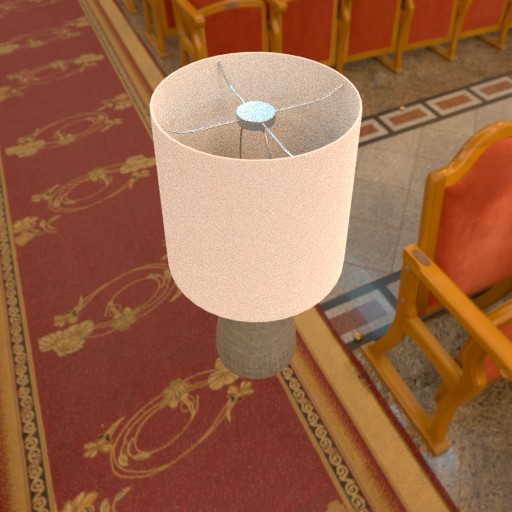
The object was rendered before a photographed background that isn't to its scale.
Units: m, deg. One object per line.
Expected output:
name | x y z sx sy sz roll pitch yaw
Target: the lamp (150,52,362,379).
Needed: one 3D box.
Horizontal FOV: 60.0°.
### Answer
lamp | 0.000 0.000 0.483 0.186 0.369 0.186 0 48 0
